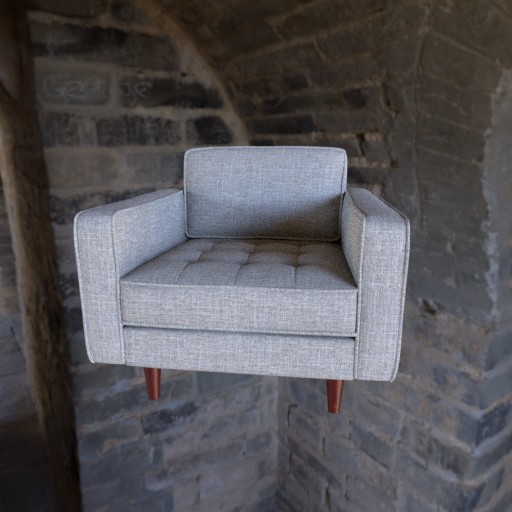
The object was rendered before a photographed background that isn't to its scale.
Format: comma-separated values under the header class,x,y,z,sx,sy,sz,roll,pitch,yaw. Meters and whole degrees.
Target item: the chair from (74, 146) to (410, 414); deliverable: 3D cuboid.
class,x,y,z,sx,sy,sz,roll,pitch,yaw
chair,0.000,0.000,1.582,0.889,0.765,0.914,2,14,7
